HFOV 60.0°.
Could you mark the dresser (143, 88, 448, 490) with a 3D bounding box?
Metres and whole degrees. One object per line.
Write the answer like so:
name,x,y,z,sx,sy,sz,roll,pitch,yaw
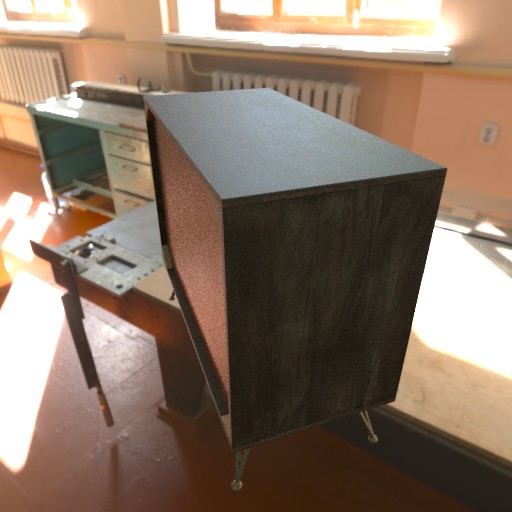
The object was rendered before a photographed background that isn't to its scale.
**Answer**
dresser,0.000,0.000,1.349,0.453,0.801,0.923,-10,32,-17
